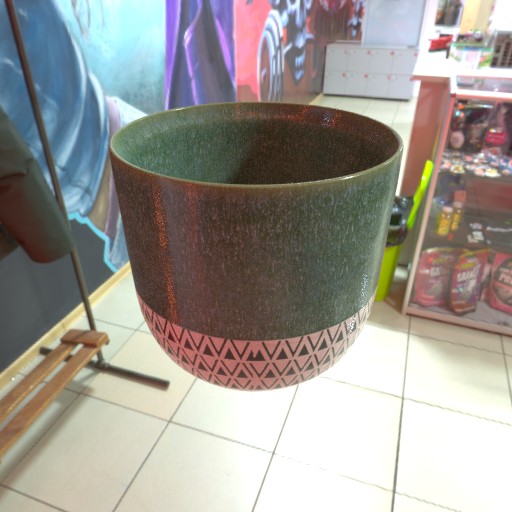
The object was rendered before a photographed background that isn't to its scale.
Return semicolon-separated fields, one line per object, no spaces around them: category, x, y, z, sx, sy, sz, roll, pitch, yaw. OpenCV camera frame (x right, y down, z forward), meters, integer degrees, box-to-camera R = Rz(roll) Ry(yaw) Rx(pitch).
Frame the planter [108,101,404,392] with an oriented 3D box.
planter;0.000;0.000;0.483;0.266;0.270;0.266;0;31;0
